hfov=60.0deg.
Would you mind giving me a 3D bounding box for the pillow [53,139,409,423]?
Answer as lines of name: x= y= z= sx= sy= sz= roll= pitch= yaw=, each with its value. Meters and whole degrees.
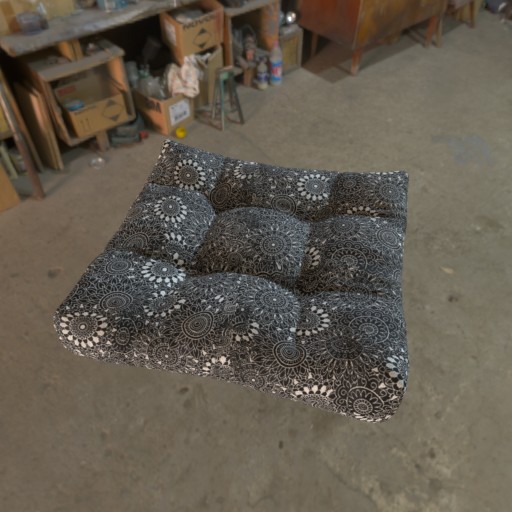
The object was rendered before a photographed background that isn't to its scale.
pillow: x=0.000 y=0.000 z=0.741 sx=0.490 sy=0.128 sz=0.468 roll=10 pitch=48 yaw=9
